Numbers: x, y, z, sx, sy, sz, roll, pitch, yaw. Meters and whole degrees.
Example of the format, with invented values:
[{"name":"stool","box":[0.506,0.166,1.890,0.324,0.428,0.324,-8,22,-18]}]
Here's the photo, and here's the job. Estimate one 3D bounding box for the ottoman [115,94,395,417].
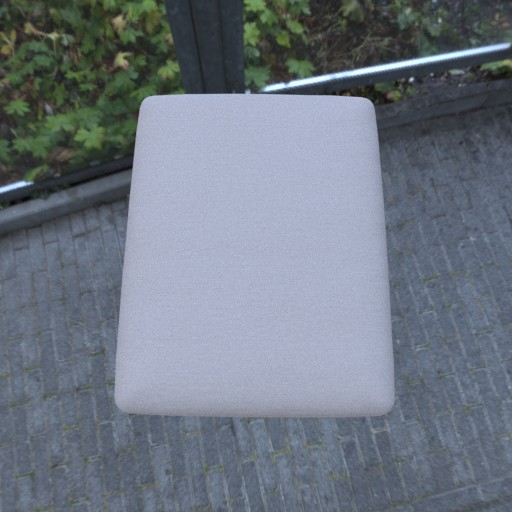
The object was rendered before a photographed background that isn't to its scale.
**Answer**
[{"name":"ottoman","box":[0.000,0.000,1.155,0.606,0.420,0.771,1,75,0]}]
